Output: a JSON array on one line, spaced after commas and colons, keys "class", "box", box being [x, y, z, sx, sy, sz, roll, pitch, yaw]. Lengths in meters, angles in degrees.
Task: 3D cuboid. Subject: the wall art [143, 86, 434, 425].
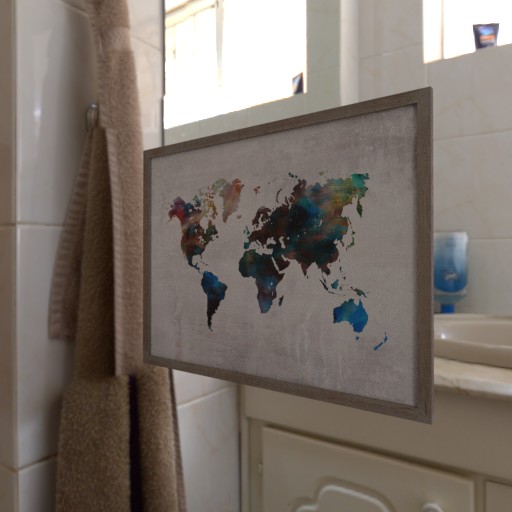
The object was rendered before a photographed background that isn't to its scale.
[{"class": "wall art", "box": [0.000, 0.000, 1.323, 1.012, 0.774, 0.019, 0, -1, 37]}]
